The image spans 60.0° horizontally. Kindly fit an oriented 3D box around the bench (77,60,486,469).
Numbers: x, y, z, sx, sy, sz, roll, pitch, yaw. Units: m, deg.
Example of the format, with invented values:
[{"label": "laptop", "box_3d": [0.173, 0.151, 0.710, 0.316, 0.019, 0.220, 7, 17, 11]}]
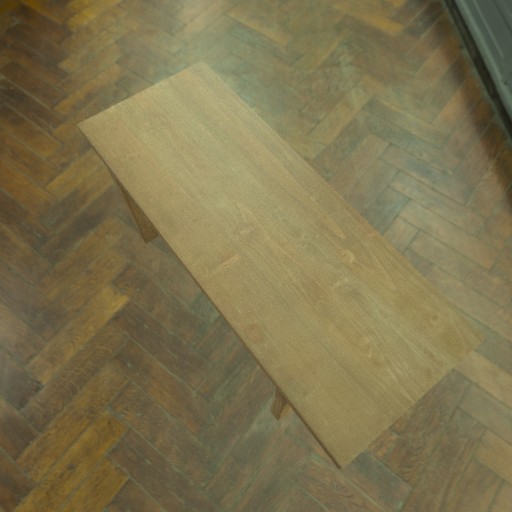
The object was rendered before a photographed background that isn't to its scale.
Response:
[{"label": "bench", "box_3d": [0.000, 0.000, 1.395, 0.458, 0.458, 1.183, -34, 68, -16]}]
